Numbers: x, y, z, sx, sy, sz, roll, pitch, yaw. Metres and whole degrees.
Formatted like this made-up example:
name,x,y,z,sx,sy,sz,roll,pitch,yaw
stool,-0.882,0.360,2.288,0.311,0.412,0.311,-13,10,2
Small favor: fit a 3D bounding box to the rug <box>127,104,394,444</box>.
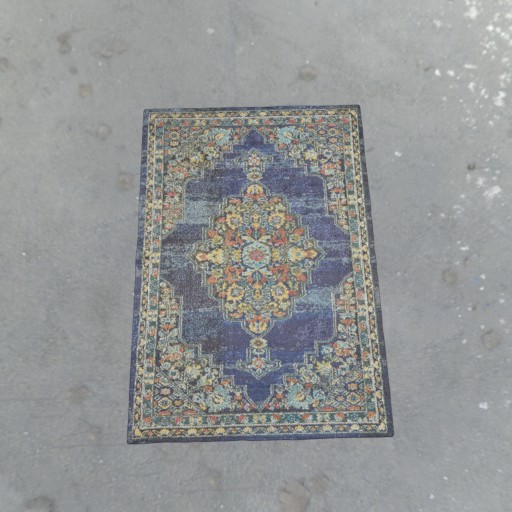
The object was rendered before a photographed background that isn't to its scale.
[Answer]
name,x,y,z,sx,sy,sz,roll,pitch,yaw
rug,0.000,0.000,3.785,2.053,0.011,2.940,-1,74,0
